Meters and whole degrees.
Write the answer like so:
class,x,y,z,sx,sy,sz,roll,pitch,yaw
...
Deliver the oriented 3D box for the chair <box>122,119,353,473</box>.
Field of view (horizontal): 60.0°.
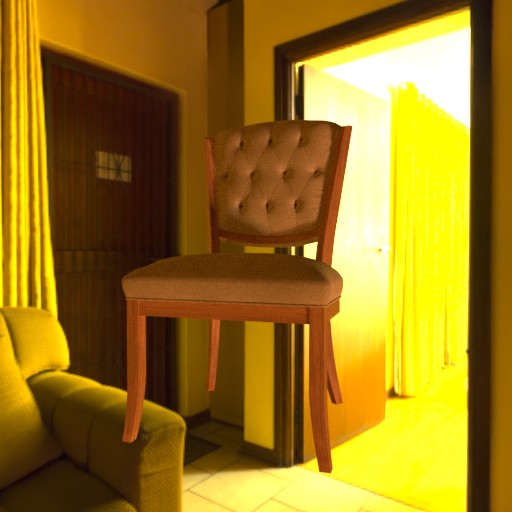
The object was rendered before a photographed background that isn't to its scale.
class,x,y,z,sx,sy,sz,roll,pitch,yaw
chair,0.000,0.000,1.271,0.513,0.905,0.584,0,1,18
